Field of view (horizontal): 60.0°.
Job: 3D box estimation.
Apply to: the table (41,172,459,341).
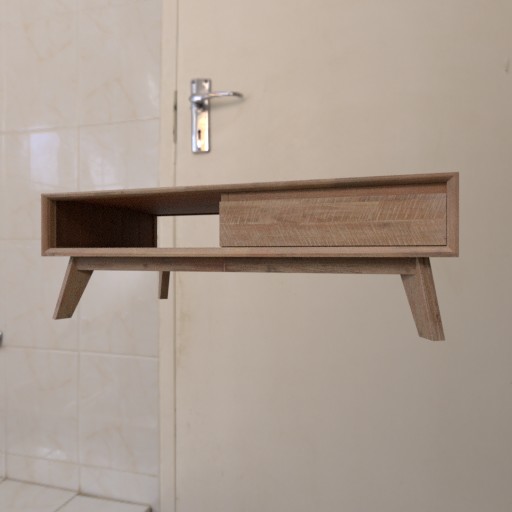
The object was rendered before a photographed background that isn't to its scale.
[{"bbox_3d":[0.000,0.000,2.059,1.619,0.531,0.918,0,0,18],"label":"table"}]
